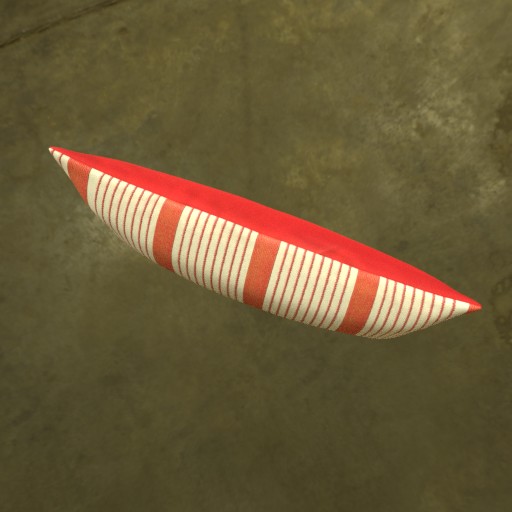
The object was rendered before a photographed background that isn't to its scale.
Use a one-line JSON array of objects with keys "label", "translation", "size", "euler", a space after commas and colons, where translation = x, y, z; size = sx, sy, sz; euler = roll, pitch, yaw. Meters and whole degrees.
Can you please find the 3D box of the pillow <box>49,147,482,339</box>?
[{"label": "pillow", "translation": [0.000, 0.000, 0.717], "size": [0.608, 0.297, 0.151], "euler": [20, 76, 5]}]
